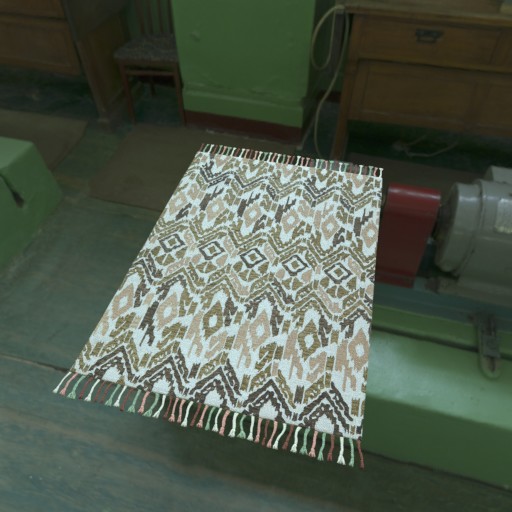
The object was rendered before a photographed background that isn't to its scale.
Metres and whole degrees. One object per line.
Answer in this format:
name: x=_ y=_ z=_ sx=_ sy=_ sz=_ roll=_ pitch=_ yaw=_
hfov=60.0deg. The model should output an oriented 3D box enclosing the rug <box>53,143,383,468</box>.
rug: x=0.000 y=0.000 z=2.255 sx=1.219 sy=0.008 sz=1.829 roll=10 pitch=48 yaw=9
